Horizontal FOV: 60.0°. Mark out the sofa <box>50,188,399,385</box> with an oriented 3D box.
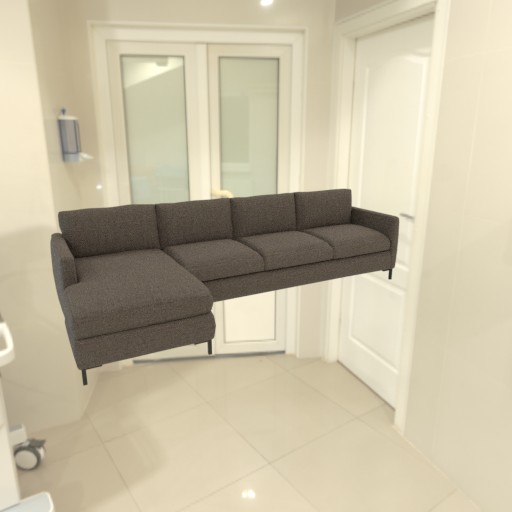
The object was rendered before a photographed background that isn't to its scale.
[{"bbox_3d":[0.000,0.000,3.304,2.731,0.754,1.258,-8,18,-27],"label":"sofa"}]
